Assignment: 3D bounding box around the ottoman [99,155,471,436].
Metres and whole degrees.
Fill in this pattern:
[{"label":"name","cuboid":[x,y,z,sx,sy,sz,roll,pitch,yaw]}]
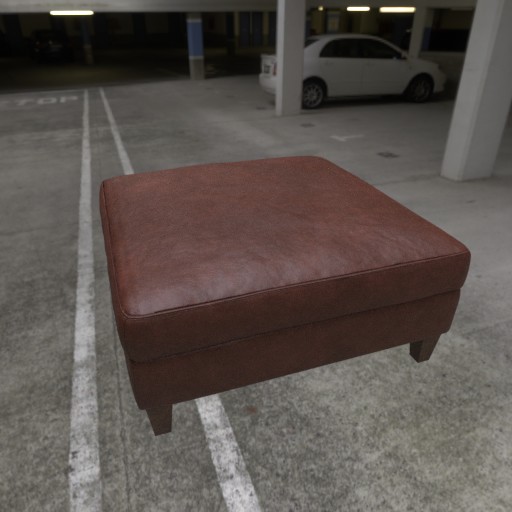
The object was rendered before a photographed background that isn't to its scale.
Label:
[{"label":"ottoman","cuboid":[0.000,0.000,1.333,0.844,0.415,0.836,-10,31,-17]}]
